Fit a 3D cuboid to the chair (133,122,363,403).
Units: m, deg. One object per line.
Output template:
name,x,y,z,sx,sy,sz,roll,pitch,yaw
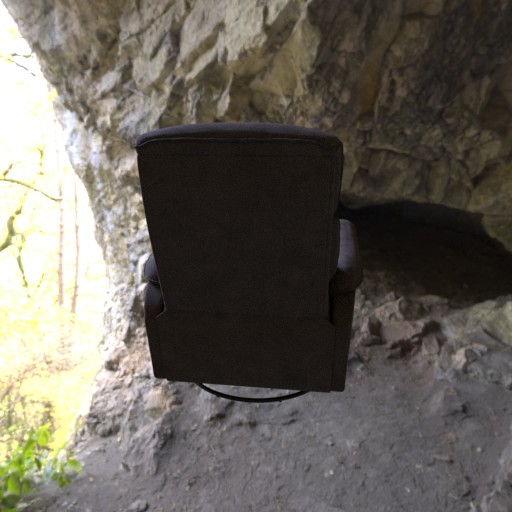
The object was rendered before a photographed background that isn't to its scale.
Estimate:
chair,0.000,0.000,1.781,0.830,1.036,1.009,2,17,7
